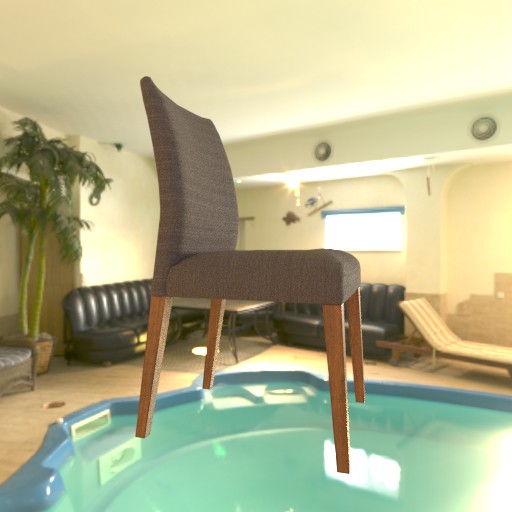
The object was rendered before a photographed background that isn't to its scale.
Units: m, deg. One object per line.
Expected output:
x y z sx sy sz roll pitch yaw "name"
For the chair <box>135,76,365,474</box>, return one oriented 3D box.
0.000 0.000 1.282 0.585 0.940 0.496 0 1 18 "chair"
